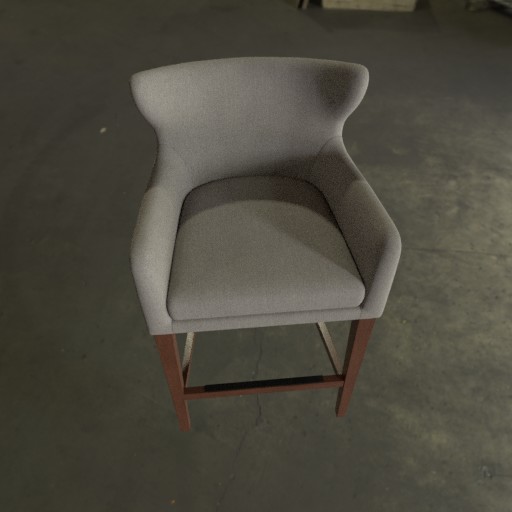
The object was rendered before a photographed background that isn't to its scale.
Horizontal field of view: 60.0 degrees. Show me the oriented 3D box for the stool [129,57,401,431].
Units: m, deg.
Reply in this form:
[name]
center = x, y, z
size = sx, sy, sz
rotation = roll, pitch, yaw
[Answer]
[stool]
center = 0.000, 0.000, 1.274
size = 0.575, 0.951, 0.575
rotation = -4, 45, -4
